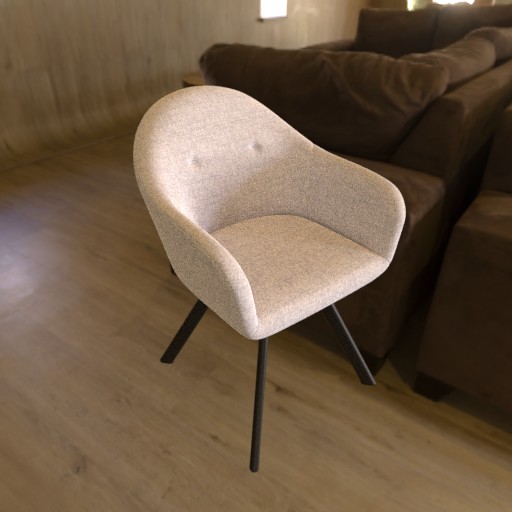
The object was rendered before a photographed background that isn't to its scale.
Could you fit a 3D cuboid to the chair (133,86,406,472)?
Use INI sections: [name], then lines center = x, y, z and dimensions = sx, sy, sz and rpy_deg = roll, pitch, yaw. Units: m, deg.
[chair]
center = 0.000, 0.000, 1.174
dimensions = 0.540, 0.780, 0.570
rpy_deg = -22, 38, -32
